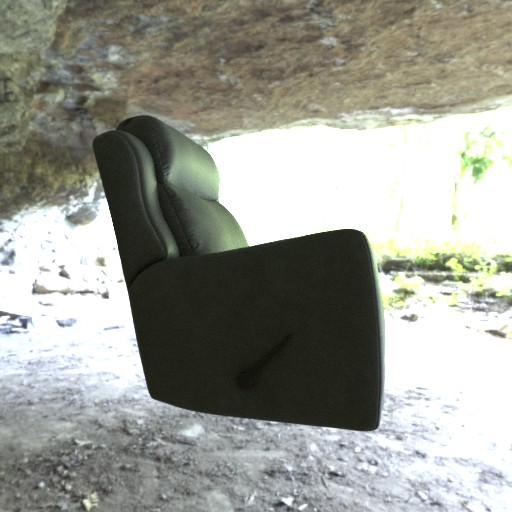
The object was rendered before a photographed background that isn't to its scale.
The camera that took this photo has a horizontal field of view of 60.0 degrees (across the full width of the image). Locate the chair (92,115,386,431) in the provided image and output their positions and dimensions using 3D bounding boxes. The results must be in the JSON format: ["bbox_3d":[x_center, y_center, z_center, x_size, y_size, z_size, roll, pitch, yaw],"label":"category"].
[{"bbox_3d":[0.000,0.000,1.908,1.068,1.116,0.967,0,0,15],"label":"chair"}]
